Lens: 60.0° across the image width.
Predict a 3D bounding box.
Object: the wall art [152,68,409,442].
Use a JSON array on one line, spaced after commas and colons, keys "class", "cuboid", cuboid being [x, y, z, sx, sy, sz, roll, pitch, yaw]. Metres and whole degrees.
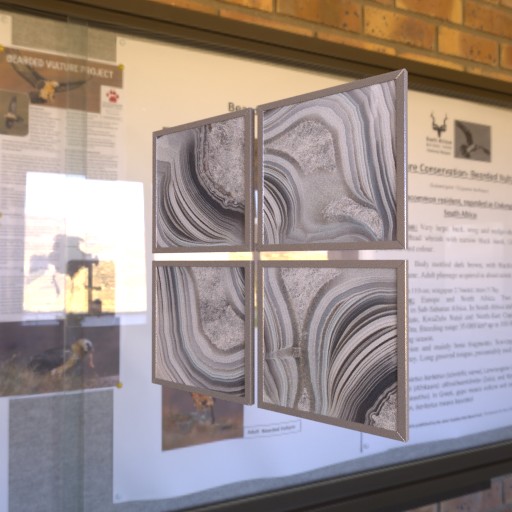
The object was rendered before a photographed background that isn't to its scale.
[{"class": "wall art", "cuboid": [0.000, 0.000, 1.661, 1.118, 1.118, 0.029, -1, -1, 36]}]
